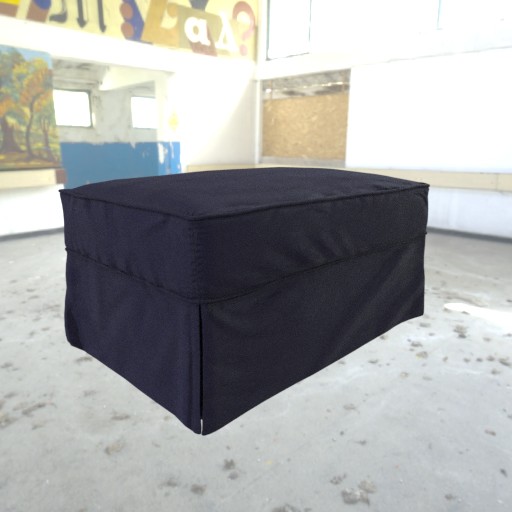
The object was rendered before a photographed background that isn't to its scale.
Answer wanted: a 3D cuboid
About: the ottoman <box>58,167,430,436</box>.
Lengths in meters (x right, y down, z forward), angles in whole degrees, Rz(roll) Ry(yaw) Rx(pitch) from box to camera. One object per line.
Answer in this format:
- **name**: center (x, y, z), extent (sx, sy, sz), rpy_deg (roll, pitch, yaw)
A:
- **ottoman**: center (0.000, 0.000, 1.302), extent (0.938, 0.503, 0.637), rpy_deg (-14, 20, -43)
